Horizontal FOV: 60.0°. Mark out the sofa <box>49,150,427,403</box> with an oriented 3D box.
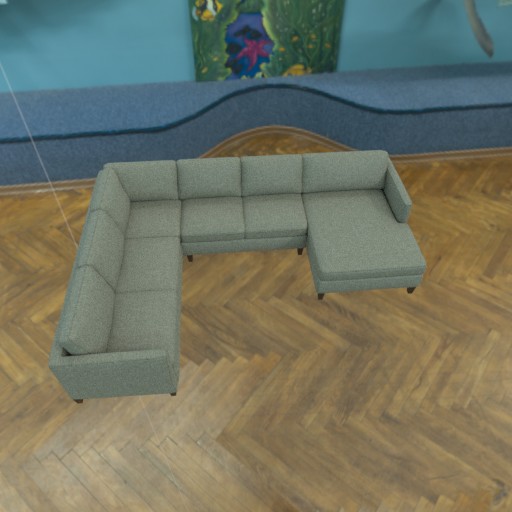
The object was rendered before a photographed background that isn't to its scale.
[{"bbox_3d":[0.000,0.000,4.467,3.403,0.889,2.551,-4,47,-3],"label":"sofa"}]
